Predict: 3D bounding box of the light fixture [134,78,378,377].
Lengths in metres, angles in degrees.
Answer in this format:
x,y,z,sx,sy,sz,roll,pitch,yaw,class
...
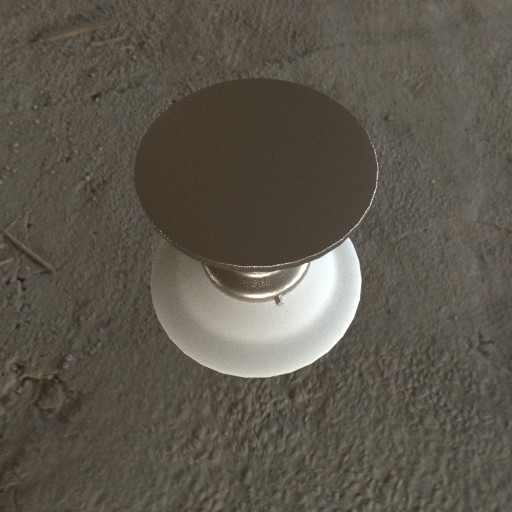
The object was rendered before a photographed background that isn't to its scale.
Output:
x,y,z,sx,sy,sz,roll,pitch,yaw,class
0.000,0.000,0.391,0.199,0.254,0.199,0,61,0,light fixture
